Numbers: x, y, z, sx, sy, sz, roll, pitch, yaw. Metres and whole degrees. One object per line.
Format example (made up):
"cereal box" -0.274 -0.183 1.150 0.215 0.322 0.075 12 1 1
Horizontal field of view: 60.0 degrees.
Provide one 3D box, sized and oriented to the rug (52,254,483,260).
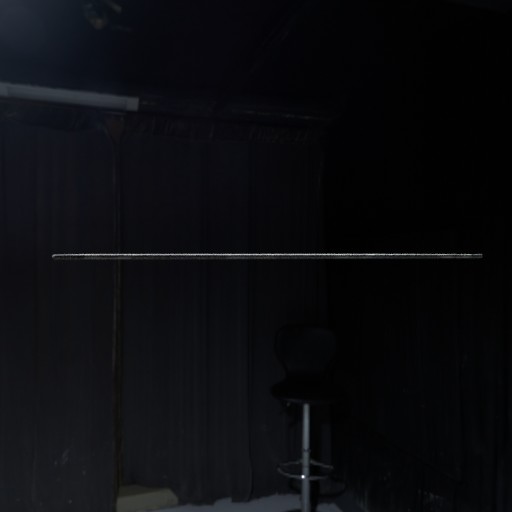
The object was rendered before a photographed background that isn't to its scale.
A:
"rug" 0.000 0.000 3.461 2.701 0.026 1.801 0 0 -18
